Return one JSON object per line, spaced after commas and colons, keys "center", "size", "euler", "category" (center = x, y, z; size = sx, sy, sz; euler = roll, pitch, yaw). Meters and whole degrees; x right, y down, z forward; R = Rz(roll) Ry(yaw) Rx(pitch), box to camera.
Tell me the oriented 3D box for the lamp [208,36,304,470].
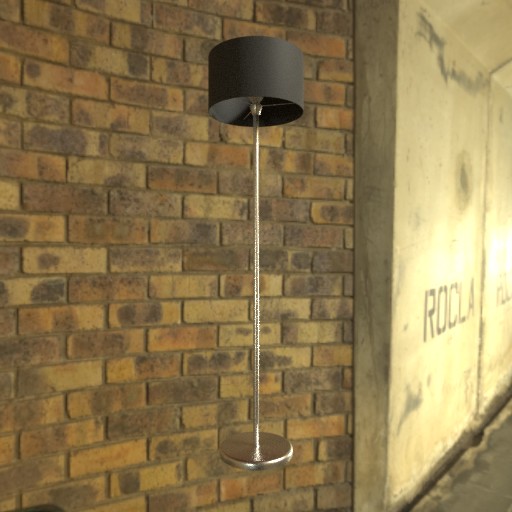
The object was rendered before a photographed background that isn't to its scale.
{"center": [0.000, 0.000, 1.625], "size": [0.348, 1.443, 0.348], "euler": [0, 0, -17], "category": "lamp"}
